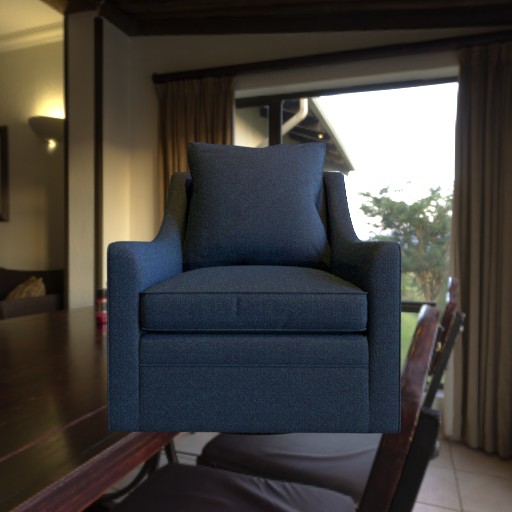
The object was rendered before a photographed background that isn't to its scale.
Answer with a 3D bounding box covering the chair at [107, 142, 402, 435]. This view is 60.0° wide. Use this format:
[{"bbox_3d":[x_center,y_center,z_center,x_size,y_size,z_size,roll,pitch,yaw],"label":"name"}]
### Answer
[{"bbox_3d":[0.000,0.000,1.550,0.750,0.939,0.870,0,1,1],"label":"chair"}]
